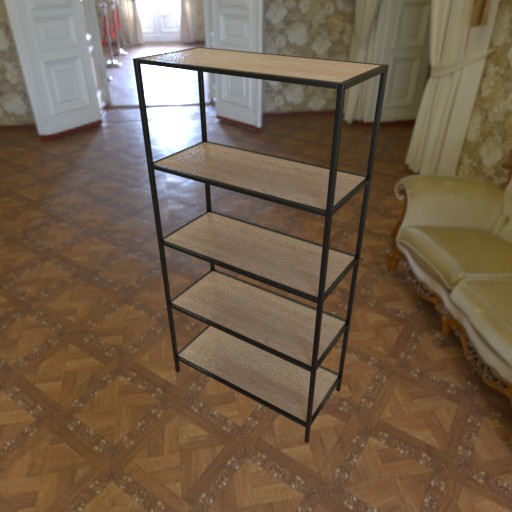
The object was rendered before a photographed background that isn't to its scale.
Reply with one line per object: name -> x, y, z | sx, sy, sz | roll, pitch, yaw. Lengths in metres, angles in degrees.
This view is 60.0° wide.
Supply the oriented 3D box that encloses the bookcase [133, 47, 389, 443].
bookcase -> 0.000, 0.000, 1.846 | 0.770, 1.500, 0.350 | 19, 37, 27
